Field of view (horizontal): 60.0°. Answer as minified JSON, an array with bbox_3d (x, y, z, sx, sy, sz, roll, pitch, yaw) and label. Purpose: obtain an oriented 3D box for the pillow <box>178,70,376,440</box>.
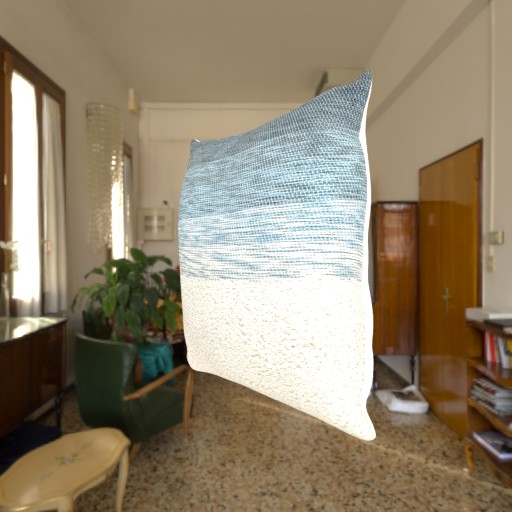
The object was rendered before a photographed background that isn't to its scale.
[{"bbox_3d":[0.000,0.000,0.680,0.182,0.441,0.440,0,1,-36],"label":"pillow"}]
